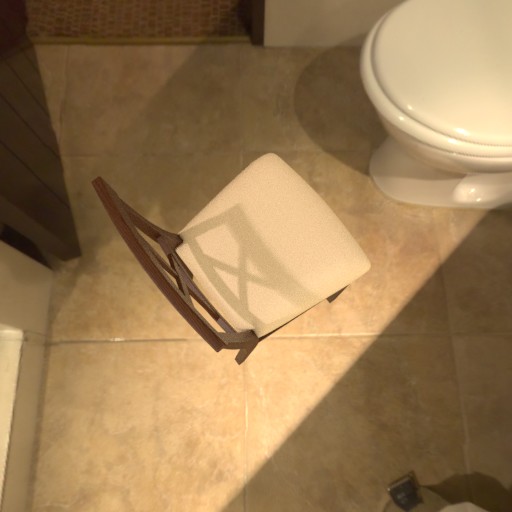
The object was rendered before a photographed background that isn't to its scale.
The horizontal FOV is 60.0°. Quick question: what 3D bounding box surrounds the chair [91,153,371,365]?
[{"bbox_3d":[0.000,0.000,1.209,0.480,0.913,0.440,-37,77,-10],"label":"chair"}]
